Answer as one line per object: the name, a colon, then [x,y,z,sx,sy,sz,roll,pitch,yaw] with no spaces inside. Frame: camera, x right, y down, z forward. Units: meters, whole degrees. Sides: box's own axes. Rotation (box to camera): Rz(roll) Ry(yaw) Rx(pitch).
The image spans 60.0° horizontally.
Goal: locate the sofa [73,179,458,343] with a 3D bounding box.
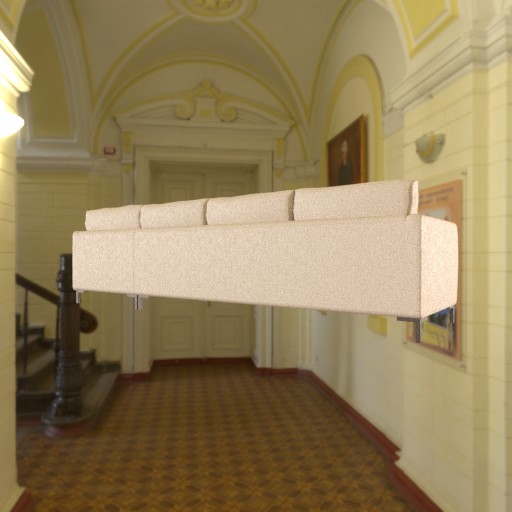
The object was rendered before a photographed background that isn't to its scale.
sofa: [0.000,0.000,3.218,2.731,0.755,1.258,0,0,36]
